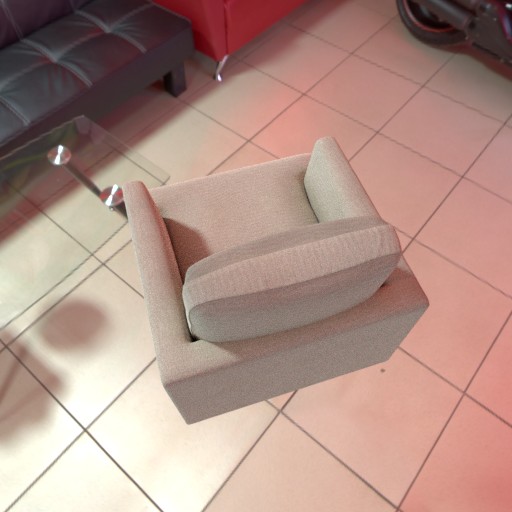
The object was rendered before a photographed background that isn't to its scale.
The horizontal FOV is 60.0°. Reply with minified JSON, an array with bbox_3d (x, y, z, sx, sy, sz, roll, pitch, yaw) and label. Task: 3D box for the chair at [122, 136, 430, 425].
[{"bbox_3d":[0.000,0.000,1.656,0.858,0.957,0.899,-15,59,-9],"label":"chair"}]
